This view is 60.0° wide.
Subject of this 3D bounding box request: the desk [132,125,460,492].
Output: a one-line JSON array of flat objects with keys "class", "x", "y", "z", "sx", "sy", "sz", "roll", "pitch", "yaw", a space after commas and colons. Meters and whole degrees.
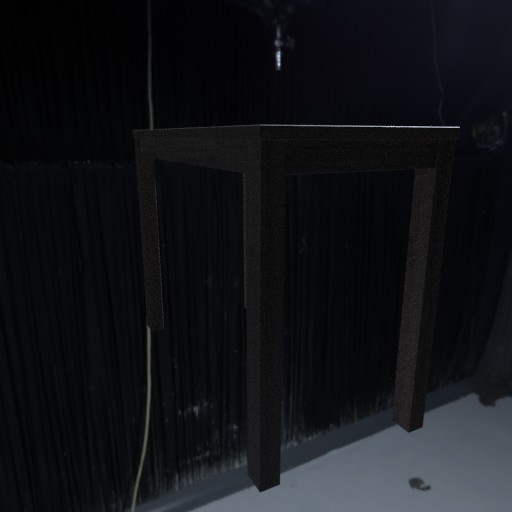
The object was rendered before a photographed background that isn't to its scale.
[{"class": "desk", "x": 0.000, "y": 0.000, "z": 1.386, "sx": 0.495, "sy": 0.762, "sz": 0.991, "roll": -8, "pitch": 17, "yaw": -26}]
